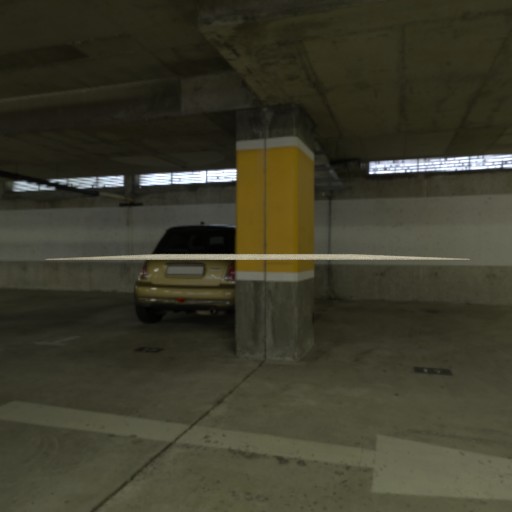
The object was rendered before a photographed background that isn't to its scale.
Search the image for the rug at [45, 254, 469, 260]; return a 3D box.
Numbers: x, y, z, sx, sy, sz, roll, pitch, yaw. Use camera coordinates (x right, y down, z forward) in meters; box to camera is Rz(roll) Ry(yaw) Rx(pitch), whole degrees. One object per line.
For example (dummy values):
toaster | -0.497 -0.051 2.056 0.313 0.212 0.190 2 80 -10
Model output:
rug | 0.000 0.000 3.927 2.391 0.005 2.880 0 1 -1
